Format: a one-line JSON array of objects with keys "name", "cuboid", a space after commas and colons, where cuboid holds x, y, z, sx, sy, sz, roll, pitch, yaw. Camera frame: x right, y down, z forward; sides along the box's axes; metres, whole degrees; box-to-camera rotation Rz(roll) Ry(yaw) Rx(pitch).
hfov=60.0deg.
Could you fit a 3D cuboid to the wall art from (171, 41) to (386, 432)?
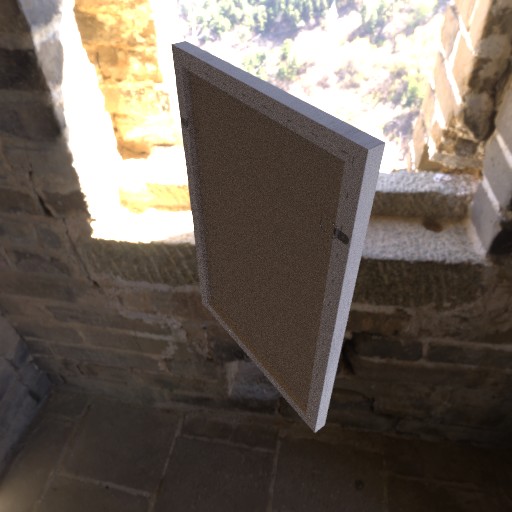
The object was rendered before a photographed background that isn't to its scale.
[{"name": "wall art", "cuboid": [0.000, 0.000, 1.173, 0.043, 0.914, 0.624, -27, 49, -26]}]
